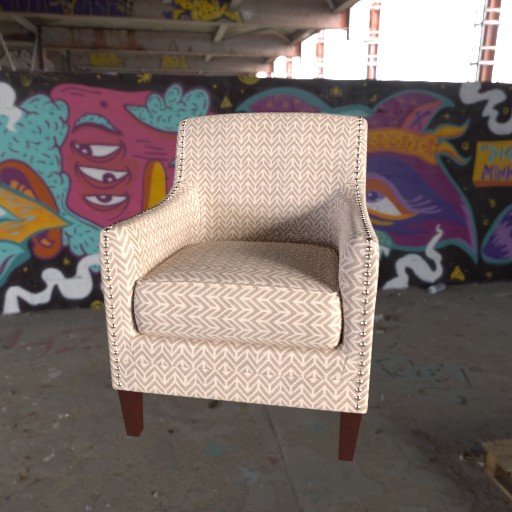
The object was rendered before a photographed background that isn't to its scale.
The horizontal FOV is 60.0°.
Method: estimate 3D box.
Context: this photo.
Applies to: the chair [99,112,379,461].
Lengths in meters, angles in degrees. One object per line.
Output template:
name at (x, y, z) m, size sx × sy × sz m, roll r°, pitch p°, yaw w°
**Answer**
chair at (0.000, 0.000, 1.277) m, size 0.623 × 0.816 × 0.651 m, roll 3°, pitch 15°, yaw 9°
